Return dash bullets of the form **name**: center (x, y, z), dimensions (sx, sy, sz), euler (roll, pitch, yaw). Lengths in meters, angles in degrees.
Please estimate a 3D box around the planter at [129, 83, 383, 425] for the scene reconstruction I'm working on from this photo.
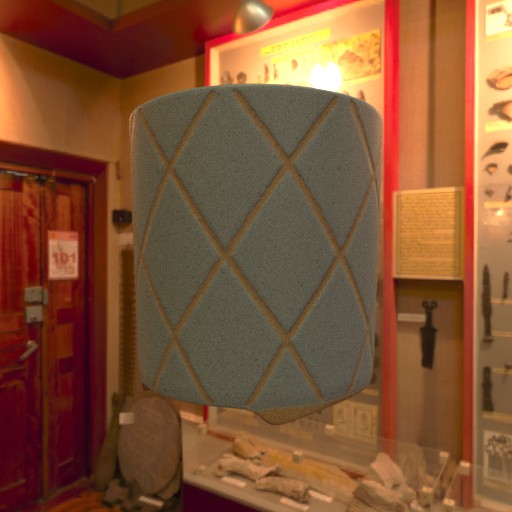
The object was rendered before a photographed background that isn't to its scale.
- **planter**: center (0.000, 0.000, 0.347), dimensions (0.191, 0.200, 0.191), euler (0, 1, 0)
